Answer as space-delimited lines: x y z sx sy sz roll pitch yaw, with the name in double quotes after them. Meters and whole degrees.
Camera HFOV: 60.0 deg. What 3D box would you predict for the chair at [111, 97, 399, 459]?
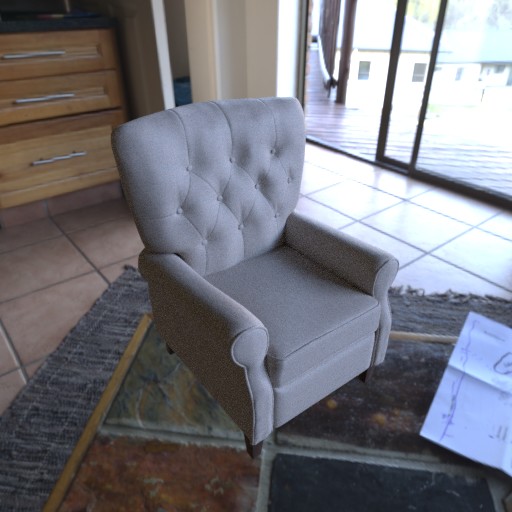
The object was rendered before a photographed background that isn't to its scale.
0.000 0.000 1.969 0.942 1.209 1.025 -21 37 -31 "chair"
